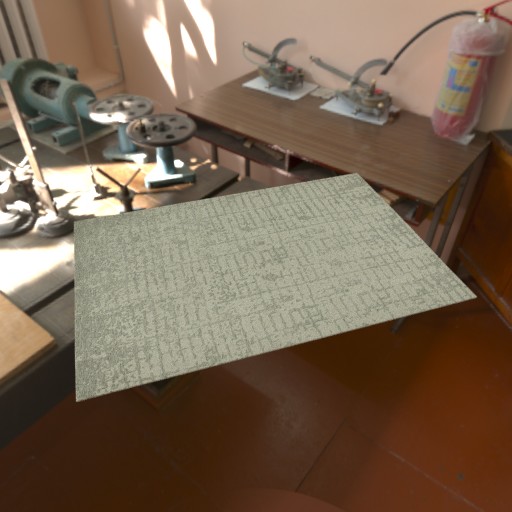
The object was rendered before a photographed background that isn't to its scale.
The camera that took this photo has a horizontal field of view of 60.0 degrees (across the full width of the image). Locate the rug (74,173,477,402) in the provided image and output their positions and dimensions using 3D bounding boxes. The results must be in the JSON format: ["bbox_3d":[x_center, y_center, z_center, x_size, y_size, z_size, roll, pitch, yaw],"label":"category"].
[{"bbox_3d":[0.000,0.000,2.336,1.827,0.007,1.211,-12,42,-13],"label":"rug"}]
